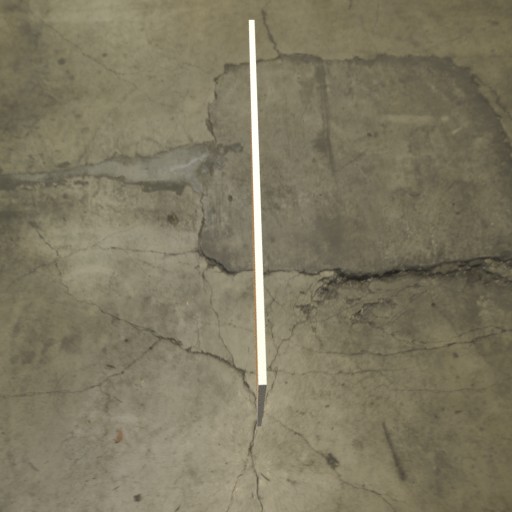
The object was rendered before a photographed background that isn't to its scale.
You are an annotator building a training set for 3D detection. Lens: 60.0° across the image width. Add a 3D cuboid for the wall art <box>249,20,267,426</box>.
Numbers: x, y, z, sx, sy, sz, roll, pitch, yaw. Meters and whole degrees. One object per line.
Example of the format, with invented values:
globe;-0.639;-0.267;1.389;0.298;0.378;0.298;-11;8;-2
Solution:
wall art;0.000;0.000;1.209;0.013;0.813;0.812;-1;65;-1
